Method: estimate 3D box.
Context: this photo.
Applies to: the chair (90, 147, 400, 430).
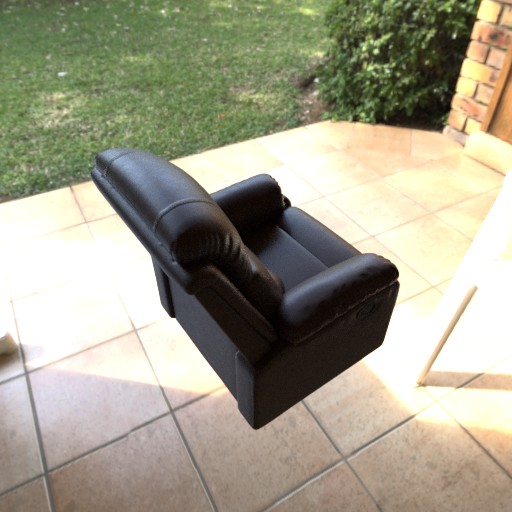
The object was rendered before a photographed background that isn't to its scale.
[{"bbox_3d":[0.000,0.000,1.729,0.919,0.992,0.855,-25,47,-26],"label":"chair"}]
